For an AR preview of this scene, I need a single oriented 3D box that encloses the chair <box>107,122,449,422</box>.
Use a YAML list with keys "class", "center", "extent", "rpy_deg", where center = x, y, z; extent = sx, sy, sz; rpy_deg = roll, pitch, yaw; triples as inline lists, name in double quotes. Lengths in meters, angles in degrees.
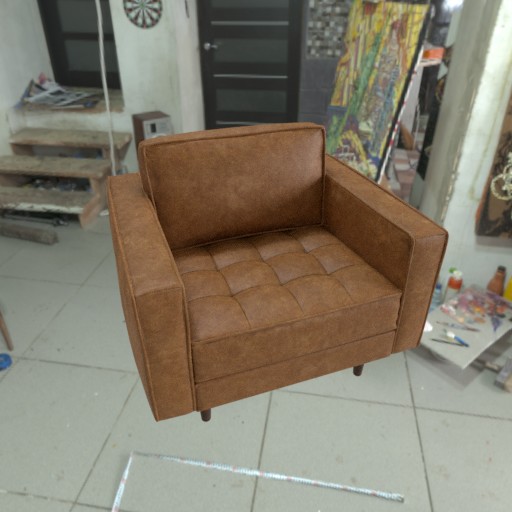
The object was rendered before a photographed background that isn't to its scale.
- class: "chair"
  center: [0.000, 0.000, 1.529]
  extent: [0.928, 0.767, 0.798]
  rpy_deg: [-11, 33, -17]
